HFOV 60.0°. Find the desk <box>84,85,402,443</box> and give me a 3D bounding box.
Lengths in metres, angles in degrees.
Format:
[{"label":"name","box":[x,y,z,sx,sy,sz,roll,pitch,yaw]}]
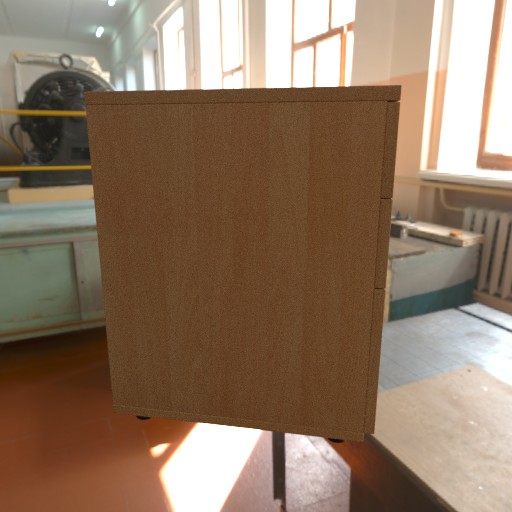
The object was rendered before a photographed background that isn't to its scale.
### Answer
[{"label":"desk","box":[0.000,0.000,1.085,0.600,0.730,0.404,3,15,10]}]
